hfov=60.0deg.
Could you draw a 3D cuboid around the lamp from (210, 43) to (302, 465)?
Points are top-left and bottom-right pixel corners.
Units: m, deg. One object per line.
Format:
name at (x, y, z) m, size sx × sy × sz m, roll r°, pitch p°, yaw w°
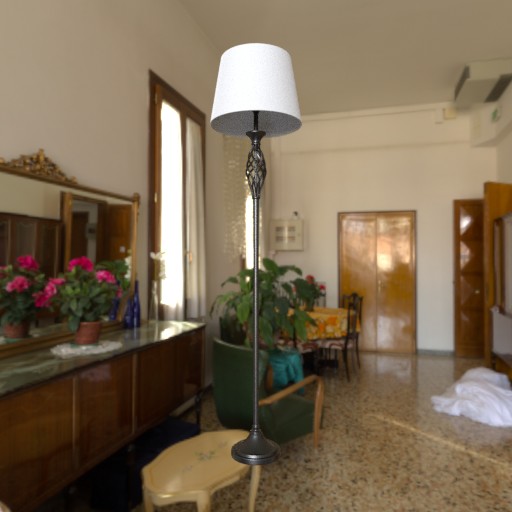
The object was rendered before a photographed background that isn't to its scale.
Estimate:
lamp at (0.000, 0.000, 1.827) m, size 0.379 × 1.623 × 0.379 m, roll 0°, pitch -1°, yaw 0°
